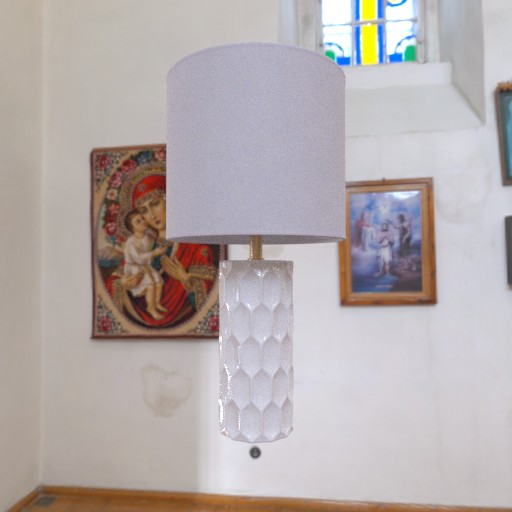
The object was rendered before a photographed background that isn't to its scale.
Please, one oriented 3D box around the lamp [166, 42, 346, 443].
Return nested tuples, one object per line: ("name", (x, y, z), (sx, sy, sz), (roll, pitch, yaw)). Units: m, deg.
("lamp", (0.000, 0.000, 0.693), (0.277, 0.537, 0.277), (1, -1, -38))
